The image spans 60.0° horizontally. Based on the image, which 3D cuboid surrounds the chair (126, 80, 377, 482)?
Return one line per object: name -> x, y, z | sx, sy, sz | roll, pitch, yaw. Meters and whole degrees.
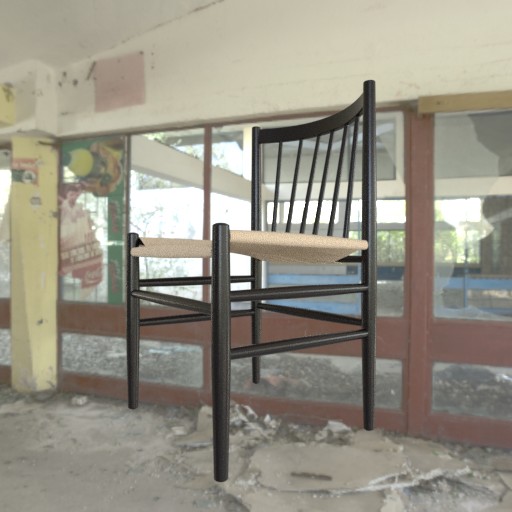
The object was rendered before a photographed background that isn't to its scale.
chair -> 0.000, 0.000, 1.131 | 0.516, 0.818, 0.495 | 0, 0, -35
